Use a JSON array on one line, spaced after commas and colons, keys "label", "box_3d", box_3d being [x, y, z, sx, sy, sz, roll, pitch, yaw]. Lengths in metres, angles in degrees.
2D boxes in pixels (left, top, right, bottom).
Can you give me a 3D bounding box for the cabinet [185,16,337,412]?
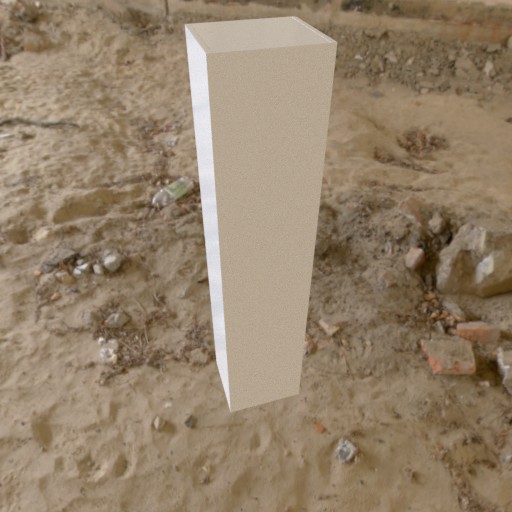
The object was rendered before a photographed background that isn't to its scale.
[{"label": "cabinet", "box_3d": [0.000, 0.000, 1.512, 0.300, 1.400, 0.270, -11, 41, -13]}]
